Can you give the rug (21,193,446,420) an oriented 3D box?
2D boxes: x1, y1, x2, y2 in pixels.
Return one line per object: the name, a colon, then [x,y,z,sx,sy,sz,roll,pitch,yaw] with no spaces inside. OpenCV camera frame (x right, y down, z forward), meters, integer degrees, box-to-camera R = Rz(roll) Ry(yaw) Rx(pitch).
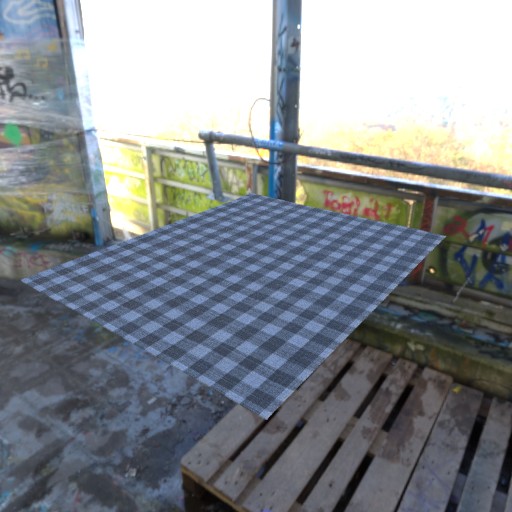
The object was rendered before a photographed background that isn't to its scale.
rug: [0.000,0.000,3.964,2.432,0.013,3.021,18,30,33]
